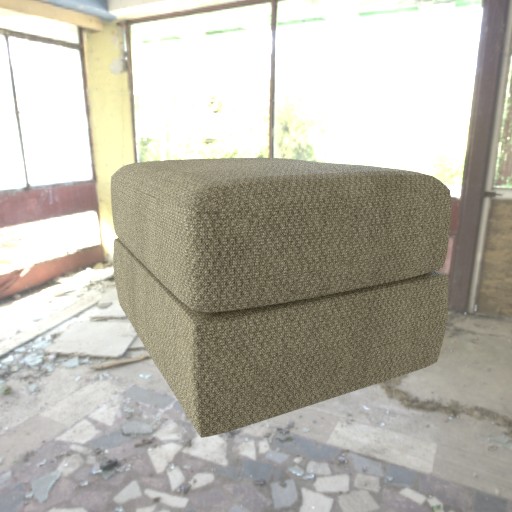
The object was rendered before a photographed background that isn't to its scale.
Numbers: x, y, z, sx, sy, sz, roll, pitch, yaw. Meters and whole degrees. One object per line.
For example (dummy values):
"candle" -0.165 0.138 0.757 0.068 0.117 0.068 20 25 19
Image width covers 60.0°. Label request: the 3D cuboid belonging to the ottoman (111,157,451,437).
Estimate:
"ottoman" 0.000 0.000 1.141 0.603 0.476 0.751 -8 17 -26
